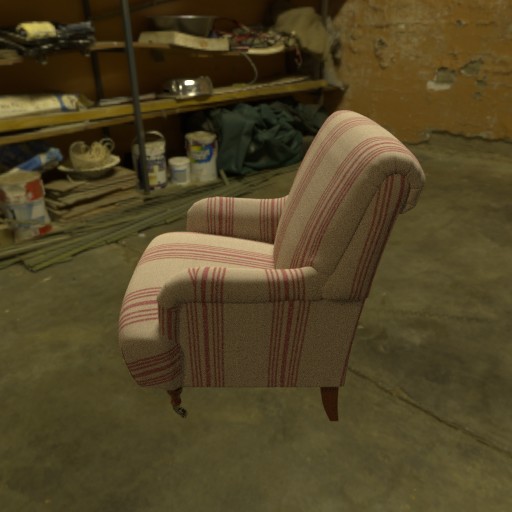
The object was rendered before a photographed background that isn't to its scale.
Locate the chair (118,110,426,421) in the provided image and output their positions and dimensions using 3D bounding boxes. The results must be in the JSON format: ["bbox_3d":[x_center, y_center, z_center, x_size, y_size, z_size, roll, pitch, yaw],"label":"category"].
[{"bbox_3d":[0.000,0.000,1.897,1.058,1.123,0.933,0,26,0],"label":"chair"}]
